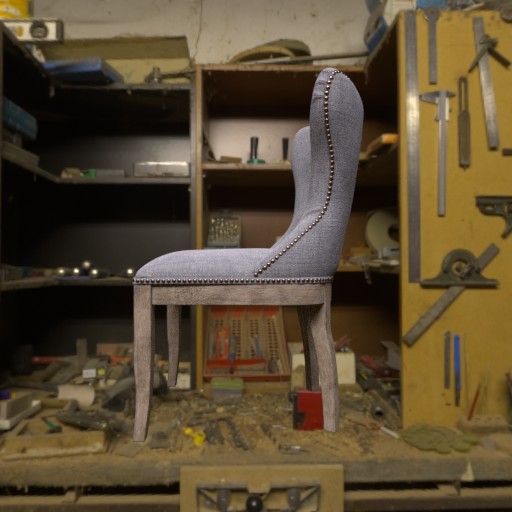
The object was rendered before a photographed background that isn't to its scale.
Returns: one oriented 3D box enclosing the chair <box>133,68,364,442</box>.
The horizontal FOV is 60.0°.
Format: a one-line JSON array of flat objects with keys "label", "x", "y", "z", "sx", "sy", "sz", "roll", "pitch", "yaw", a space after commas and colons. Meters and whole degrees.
[{"label": "chair", "x": 0.000, "y": 0.000, "z": 1.465, "sx": 0.681, "sy": 1.002, "sz": 0.654, "roll": 0, "pitch": 0, "yaw": -1}]
